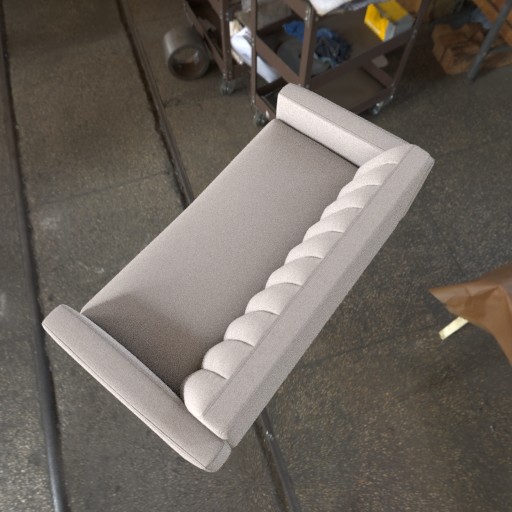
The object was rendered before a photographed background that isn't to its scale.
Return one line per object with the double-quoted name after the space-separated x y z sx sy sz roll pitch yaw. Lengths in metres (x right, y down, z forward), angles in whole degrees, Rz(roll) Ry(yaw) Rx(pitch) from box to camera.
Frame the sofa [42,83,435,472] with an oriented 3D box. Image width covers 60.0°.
0.000 0.000 2.337 0.969 0.814 1.895 34 68 16 "sofa"
